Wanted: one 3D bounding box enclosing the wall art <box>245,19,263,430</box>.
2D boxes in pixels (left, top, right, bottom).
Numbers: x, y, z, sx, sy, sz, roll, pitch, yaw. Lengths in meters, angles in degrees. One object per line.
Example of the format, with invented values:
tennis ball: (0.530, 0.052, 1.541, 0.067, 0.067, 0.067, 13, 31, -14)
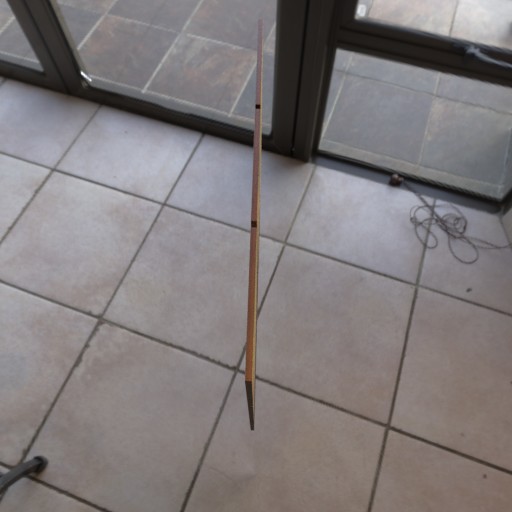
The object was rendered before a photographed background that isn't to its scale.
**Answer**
wall art: (0.000, 0.000, 1.849, 0.017, 1.246, 1.256, 1, 64, 1)
